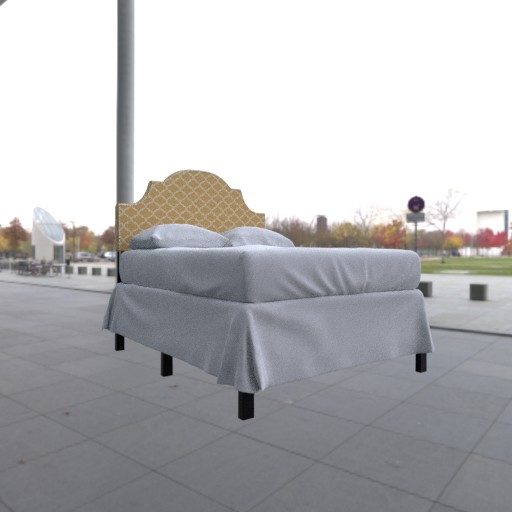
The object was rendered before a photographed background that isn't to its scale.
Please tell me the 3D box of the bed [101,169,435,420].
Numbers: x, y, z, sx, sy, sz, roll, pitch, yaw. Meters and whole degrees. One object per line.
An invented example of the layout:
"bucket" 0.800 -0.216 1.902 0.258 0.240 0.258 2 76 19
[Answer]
"bed" 0.000 0.000 3.490 1.780 1.633 2.222 0 1 -36
